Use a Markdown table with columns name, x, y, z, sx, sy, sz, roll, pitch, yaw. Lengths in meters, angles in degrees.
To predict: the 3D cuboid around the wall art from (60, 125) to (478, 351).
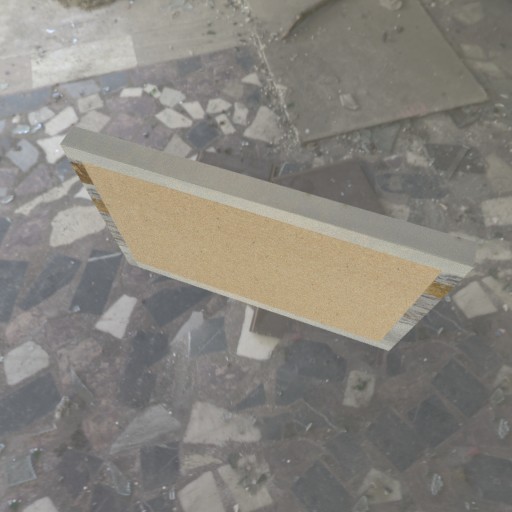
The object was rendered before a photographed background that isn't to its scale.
| name | x | y | z | sx | sy | sz | roll | pitch | yaw |
| --- | --- | --- | --- | --- | --- | --- | --- | --- | --- |
| wall art | 0.000 | 0.000 | 0.802 | 0.606 | 0.407 | 0.041 | 17 | 64 | 9 |
